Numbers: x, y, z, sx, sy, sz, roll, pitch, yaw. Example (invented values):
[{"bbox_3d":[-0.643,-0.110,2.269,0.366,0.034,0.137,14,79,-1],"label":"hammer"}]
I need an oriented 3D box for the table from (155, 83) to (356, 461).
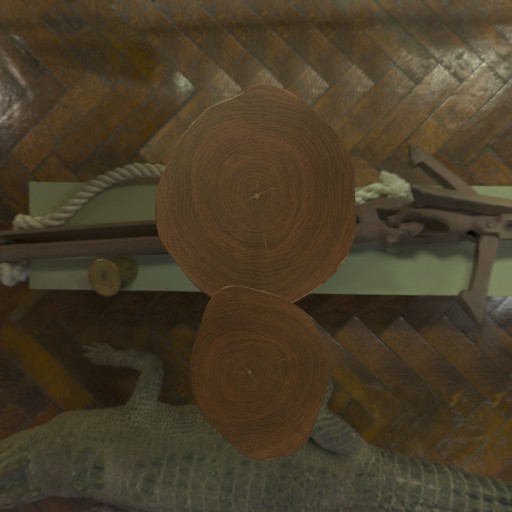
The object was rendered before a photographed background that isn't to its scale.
[{"bbox_3d":[0.000,0.000,1.093,0.442,0.538,0.759,0,91,1],"label":"table"}]
